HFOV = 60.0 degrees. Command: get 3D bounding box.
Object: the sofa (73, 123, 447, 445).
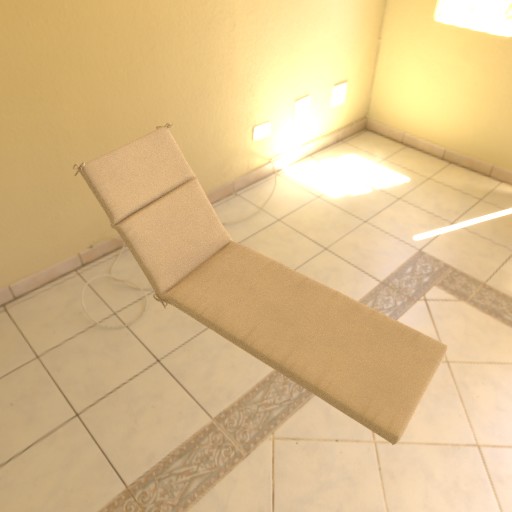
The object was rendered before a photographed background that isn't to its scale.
[{"bbox_3d":[0.000,0.000,1.934,1.663,0.622,0.582,26,47,27],"label":"sofa"}]
